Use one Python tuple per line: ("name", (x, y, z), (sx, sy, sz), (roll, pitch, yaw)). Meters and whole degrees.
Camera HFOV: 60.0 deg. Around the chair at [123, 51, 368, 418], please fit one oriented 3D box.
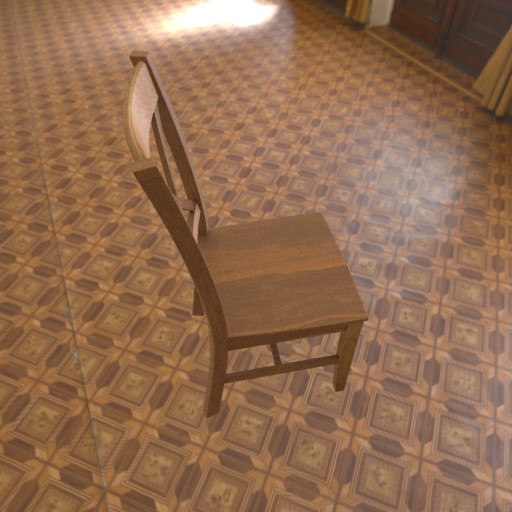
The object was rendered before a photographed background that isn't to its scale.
("chair", (0.000, 0.000, 1.256), (0.542, 0.983, 0.485), (-8, 47, -8))
